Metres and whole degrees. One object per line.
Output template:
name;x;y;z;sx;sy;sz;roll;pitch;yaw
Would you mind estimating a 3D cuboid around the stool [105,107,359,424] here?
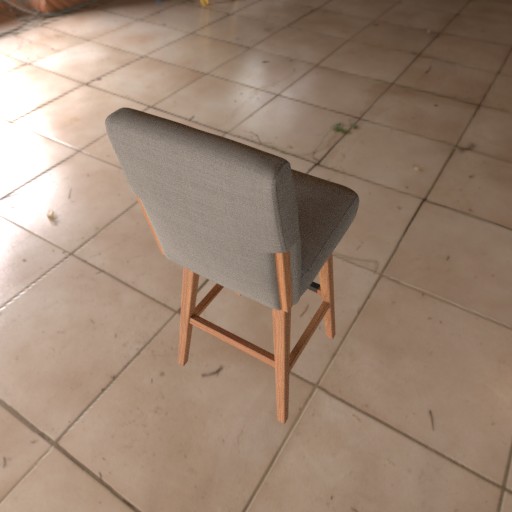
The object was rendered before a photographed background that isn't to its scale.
stool;0.000;0.000;1.400;0.483;1.112;0.570;23;50;21
